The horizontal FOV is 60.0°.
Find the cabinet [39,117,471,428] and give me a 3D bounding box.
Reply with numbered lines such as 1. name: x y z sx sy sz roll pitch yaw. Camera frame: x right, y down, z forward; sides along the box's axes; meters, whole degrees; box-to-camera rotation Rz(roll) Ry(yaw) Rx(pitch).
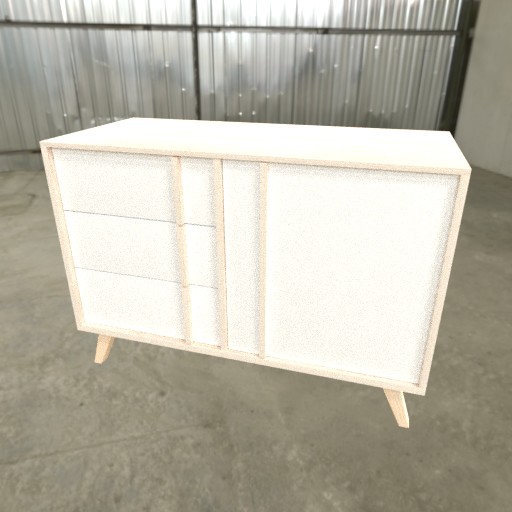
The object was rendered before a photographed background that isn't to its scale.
1. cabinet: 0.000 0.000 1.473 1.110 0.780 0.500 7 26 15
